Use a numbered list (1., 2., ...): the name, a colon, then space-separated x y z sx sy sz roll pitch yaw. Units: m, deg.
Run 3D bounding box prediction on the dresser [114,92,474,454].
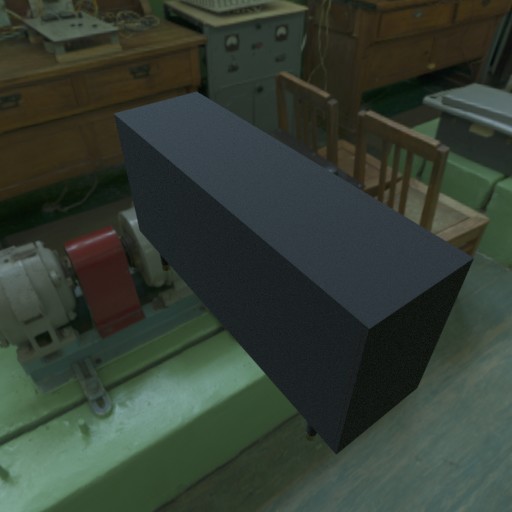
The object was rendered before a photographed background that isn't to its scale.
1. dresser: 0.000 0.000 1.945 0.463 0.872 1.558 -26 48 -26
